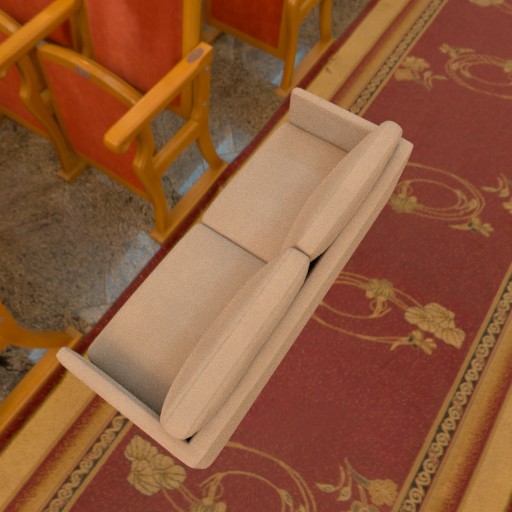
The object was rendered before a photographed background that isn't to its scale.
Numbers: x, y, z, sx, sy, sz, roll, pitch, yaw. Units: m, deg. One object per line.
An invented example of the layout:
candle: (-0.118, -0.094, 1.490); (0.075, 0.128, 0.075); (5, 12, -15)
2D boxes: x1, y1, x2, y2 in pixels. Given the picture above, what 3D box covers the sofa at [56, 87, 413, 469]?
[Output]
sofa: (0.000, 0.000, 2.862); (0.988, 0.912, 2.404); (32, 68, 14)
